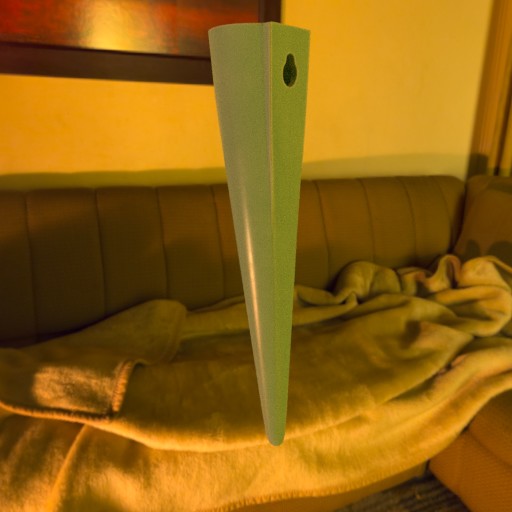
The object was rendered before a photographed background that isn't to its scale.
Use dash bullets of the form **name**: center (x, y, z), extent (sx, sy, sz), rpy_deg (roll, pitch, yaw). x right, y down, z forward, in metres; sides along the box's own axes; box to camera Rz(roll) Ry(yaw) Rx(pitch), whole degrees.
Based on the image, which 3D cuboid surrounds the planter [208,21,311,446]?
- **planter**: center (0.000, 0.000, 0.291), extent (0.054, 0.268, 0.055), rpy_deg (-15, 22, -42)
